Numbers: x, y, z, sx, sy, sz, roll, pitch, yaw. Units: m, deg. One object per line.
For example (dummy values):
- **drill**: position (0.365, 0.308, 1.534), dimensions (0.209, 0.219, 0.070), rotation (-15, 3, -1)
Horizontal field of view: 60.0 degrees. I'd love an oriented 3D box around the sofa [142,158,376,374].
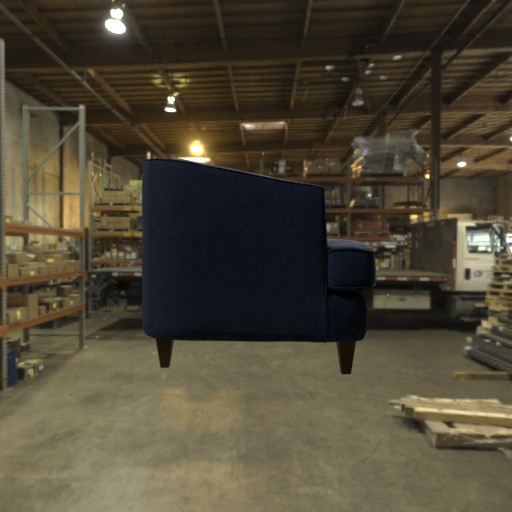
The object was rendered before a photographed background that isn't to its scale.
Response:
- **sofa**: position (0.000, 0.000, 2.733), dimensions (0.941, 0.855, 2.278), rotation (0, 1, 1)
